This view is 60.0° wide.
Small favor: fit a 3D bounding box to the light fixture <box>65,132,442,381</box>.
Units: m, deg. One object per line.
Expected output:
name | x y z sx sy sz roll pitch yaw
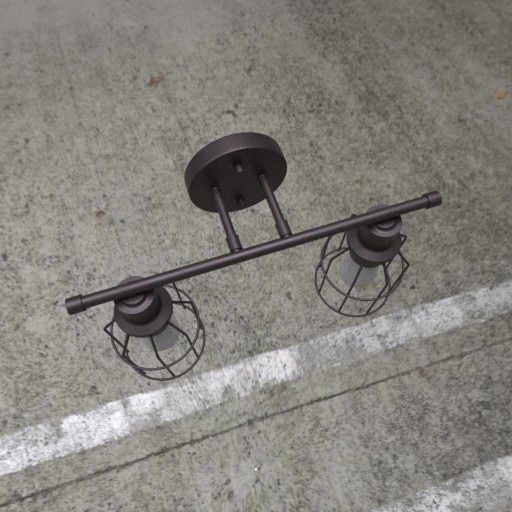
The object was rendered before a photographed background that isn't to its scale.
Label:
light fixture | 0.000 0.000 0.536 0.406 0.254 0.165 -17 65 -8
